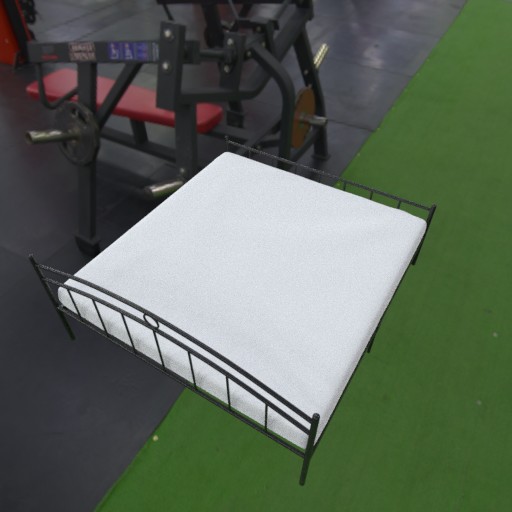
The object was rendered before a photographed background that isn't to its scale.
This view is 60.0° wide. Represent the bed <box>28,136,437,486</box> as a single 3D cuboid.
[{"bbox_3d":[0.000,0.000,3.111,1.880,0.940,2.040,24,50,22],"label":"bed"}]
